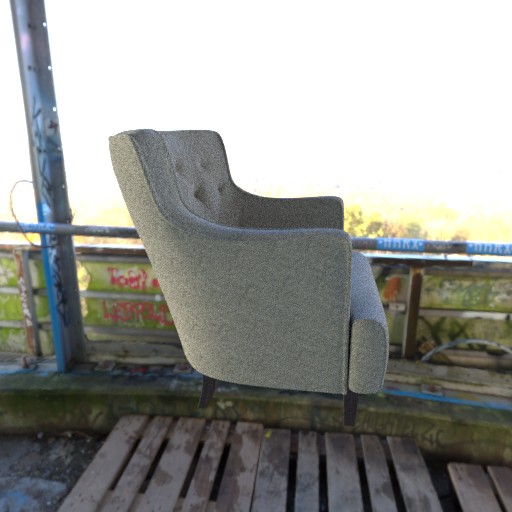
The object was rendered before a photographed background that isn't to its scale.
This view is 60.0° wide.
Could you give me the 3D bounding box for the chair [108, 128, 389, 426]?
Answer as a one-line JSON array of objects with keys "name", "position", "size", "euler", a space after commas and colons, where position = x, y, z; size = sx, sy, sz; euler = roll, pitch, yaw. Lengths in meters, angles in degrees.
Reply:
[{"name": "chair", "position": [0.000, 0.000, 1.687], "size": [0.910, 0.920, 0.820], "euler": [2, 16, 9]}]
